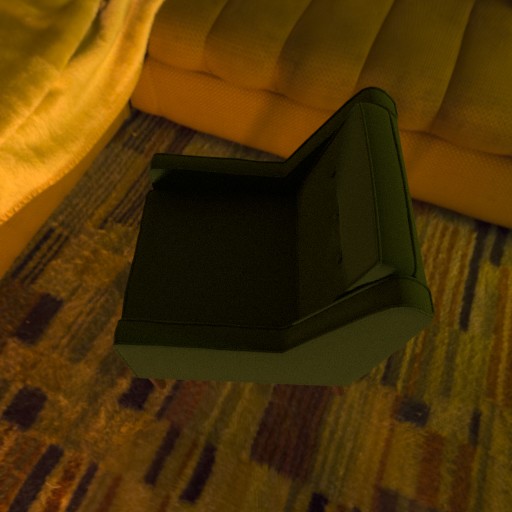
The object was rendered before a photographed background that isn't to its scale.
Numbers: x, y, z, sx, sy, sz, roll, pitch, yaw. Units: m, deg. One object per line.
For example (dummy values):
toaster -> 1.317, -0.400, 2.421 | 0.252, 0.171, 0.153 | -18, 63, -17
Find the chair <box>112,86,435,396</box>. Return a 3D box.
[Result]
chair -> 0.000, 0.000, 1.332 | 0.743, 0.792, 0.663 | 2, 59, 1
